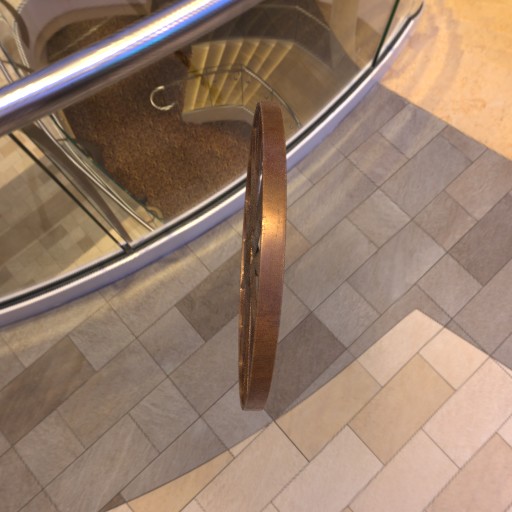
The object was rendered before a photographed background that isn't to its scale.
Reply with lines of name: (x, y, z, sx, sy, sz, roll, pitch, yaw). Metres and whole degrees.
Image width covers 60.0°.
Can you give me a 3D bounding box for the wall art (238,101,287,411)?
wall art: (0.000, 0.000, 0.882, 0.084, 0.583, 0.582, 2, 74, 0)
